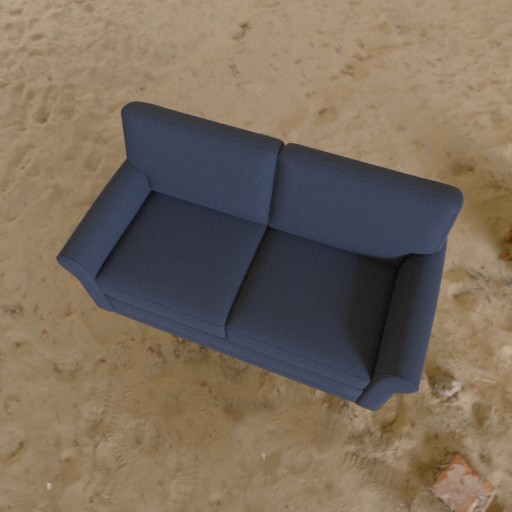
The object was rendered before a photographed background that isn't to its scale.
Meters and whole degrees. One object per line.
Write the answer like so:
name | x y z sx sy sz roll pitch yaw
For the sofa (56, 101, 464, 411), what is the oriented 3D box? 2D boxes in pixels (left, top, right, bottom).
sofa | 0.000 0.000 2.471 1.930 1.020 0.940 18 60 11
